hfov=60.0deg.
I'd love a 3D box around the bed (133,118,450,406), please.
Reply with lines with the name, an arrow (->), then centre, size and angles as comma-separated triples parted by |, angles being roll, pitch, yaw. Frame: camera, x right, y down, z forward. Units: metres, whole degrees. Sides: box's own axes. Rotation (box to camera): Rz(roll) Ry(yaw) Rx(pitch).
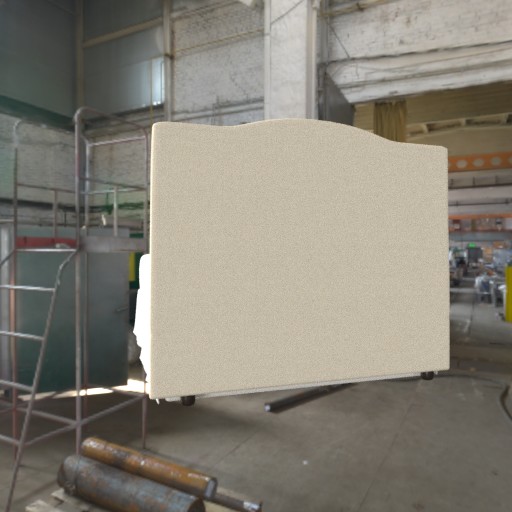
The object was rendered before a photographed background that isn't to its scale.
bed -> 0.000, 0.000, 3.351 | 1.741, 1.449, 2.196 | 0, 0, -18
